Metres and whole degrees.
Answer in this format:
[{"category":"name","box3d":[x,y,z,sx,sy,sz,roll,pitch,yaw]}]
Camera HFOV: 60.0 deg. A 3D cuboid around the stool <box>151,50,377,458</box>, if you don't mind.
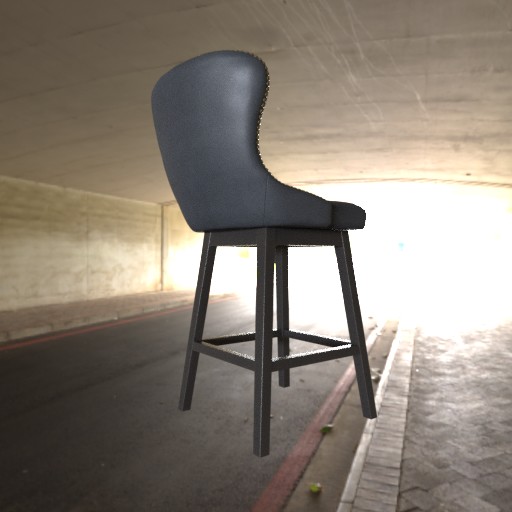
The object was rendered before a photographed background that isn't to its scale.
[{"category":"stool","box3d":[0.000,0.000,1.324,0.593,0.971,0.528,0,0,-37]}]
